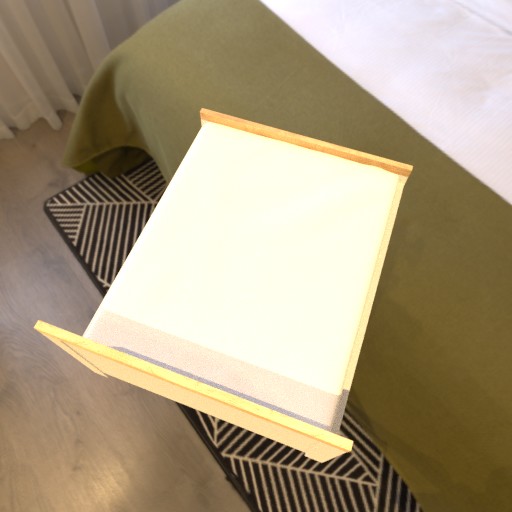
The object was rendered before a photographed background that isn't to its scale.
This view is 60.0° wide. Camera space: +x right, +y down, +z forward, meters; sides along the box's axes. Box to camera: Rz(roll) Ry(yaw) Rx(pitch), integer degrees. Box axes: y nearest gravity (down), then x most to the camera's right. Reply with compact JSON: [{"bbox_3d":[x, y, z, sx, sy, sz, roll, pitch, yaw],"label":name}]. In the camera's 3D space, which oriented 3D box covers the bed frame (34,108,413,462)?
[{"bbox_3d":[0.000,0.000,3.008,1.670,0.980,2.050,18,64,9],"label":"bed frame"}]
